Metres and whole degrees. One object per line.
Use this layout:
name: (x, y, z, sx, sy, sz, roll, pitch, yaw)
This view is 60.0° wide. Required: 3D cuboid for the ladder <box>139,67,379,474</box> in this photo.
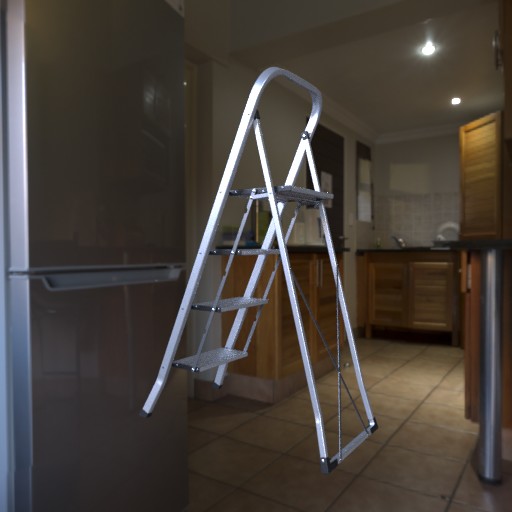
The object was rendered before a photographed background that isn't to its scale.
ladder: (0.000, 0.000, 1.711, 0.830, 1.290, 0.465, 1, 2, 36)
